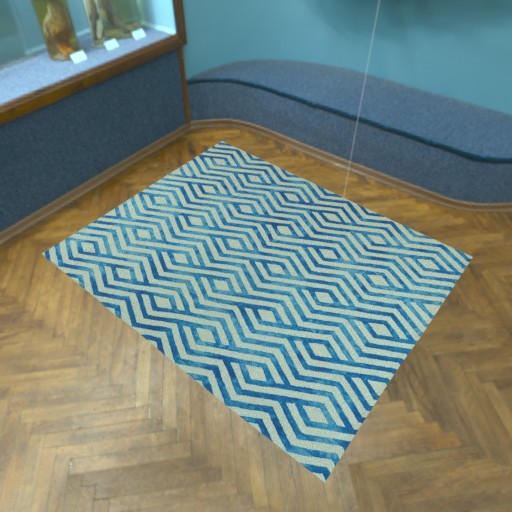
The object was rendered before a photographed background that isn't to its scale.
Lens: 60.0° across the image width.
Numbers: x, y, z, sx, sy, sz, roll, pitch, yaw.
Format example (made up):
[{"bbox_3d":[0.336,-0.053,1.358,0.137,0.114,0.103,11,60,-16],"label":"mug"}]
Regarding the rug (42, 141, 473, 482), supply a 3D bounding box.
[{"bbox_3d":[0.000,0.000,4.015,3.059,0.008,2.453,30,53,26],"label":"rug"}]
